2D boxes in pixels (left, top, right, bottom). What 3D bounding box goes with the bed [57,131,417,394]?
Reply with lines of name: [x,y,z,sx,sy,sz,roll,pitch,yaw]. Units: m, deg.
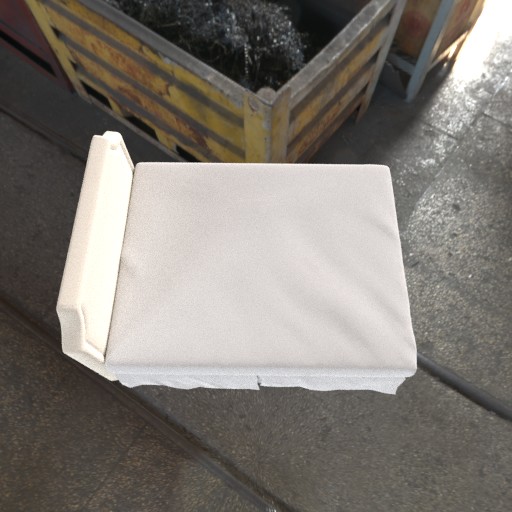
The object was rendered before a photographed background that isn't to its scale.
bed: [0.000,0.000,3.612,2.498,1.293,1.977,1,65,0]
